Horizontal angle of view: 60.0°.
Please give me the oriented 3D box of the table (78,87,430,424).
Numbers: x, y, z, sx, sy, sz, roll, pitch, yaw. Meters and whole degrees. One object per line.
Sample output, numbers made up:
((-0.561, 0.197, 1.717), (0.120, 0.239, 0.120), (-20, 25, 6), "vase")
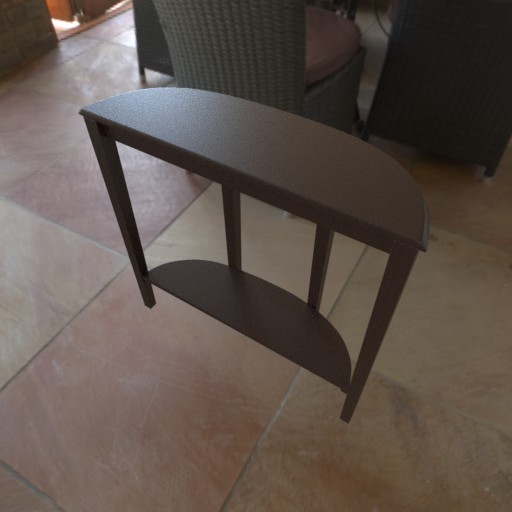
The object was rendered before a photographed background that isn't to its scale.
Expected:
((0.000, 0.000, 1.339), (0.909, 0.831, 0.274), (25, 52, 22), "table")
